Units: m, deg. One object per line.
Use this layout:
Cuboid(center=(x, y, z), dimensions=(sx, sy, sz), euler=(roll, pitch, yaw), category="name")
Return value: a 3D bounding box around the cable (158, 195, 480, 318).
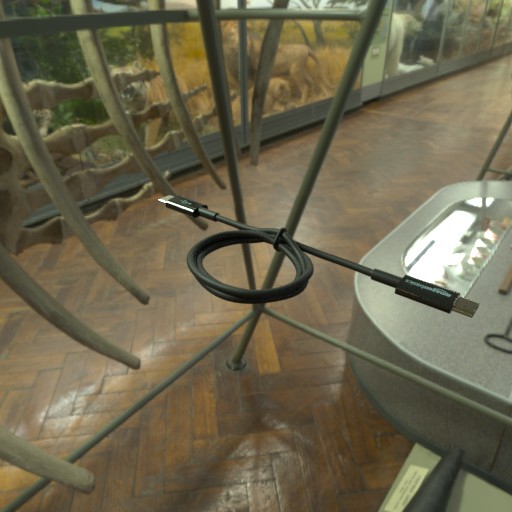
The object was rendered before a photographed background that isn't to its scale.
Cuboid(center=(0.000, 0.000, 0.229), dimensions=(0.203, 0.014, 0.070), euler=(21, 36, 32), category="cable")
